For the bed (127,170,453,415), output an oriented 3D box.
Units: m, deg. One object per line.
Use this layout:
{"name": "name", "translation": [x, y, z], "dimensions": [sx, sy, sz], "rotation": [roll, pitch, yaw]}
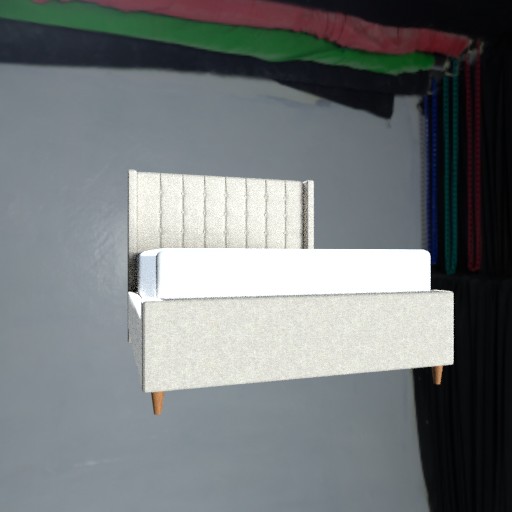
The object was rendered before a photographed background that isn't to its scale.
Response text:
{"name": "bed", "translation": [0.000, 0.000, 3.797], "dimensions": [2.045, 1.743, 2.370], "rotation": [0, 0, -18]}
